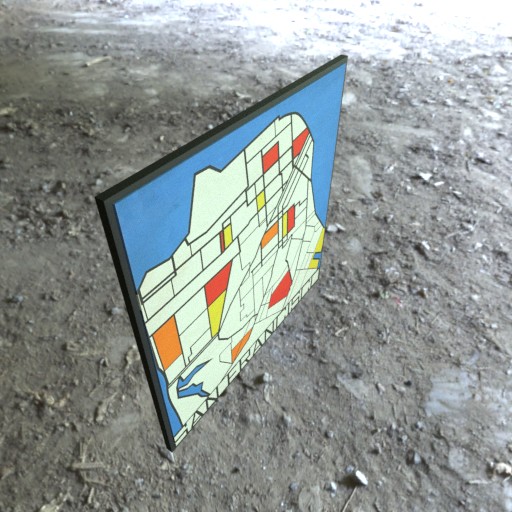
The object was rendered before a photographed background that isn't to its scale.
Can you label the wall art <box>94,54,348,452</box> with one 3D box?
[{"bbox_3d":[0.000,0.000,0.663,0.013,0.457,0.458,25,47,25],"label":"wall art"}]
